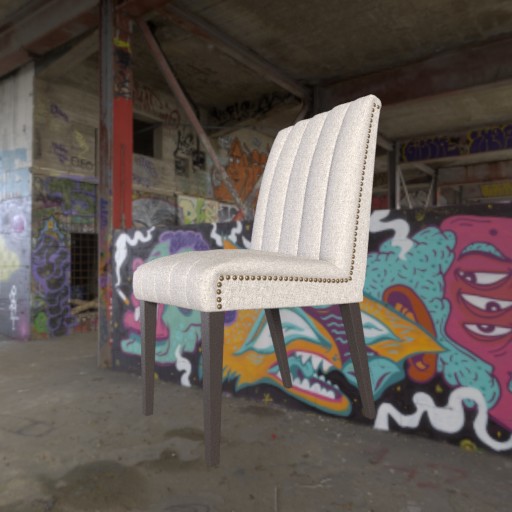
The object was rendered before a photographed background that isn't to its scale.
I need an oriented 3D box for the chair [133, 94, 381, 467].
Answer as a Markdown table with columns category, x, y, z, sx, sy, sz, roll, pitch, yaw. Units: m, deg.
| category | x | y | z | sx | sy | sz | roll | pitch | yaw |
| --- | --- | --- | --- | --- | --- | --- | --- | --- | --- |
| chair | 0.000 | 0.000 | 1.403 | 0.647 | 1.016 | 0.511 | 1 | -1 | -34 |
